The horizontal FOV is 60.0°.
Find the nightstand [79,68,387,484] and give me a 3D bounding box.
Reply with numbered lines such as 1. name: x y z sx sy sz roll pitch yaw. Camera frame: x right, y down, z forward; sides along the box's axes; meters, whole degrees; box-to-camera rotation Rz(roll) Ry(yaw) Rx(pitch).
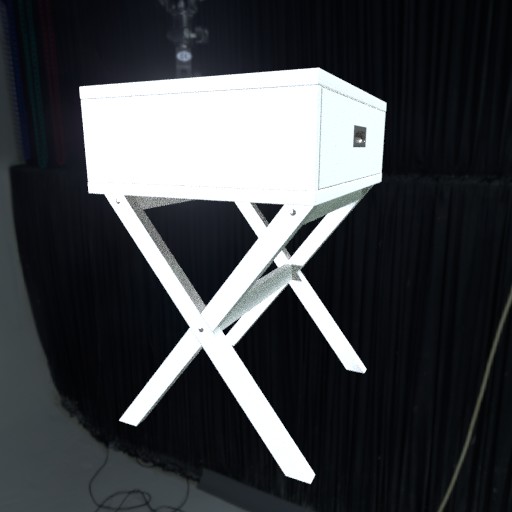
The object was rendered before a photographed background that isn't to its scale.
1. nightstand: 0.000 0.000 0.911 0.402 0.623 0.479 6 15 25
